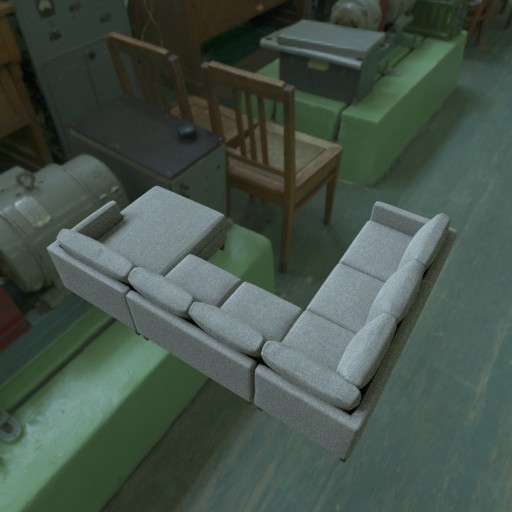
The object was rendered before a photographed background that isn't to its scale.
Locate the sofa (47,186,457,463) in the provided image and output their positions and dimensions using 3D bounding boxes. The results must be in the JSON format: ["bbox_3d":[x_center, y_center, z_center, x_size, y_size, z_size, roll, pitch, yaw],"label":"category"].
[{"bbox_3d":[0.000,0.000,4.751,3.460,0.959,2.593,25,51,22],"label":"sofa"}]
